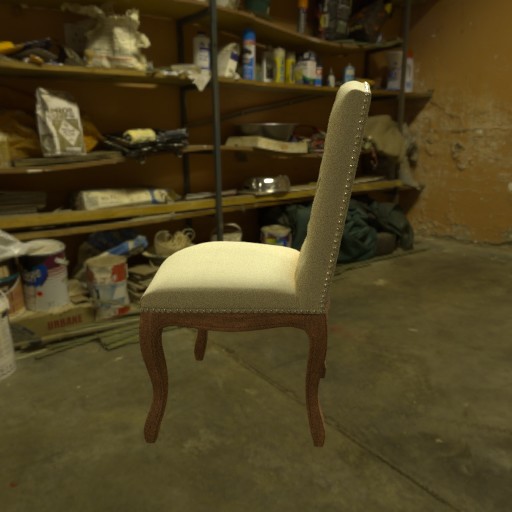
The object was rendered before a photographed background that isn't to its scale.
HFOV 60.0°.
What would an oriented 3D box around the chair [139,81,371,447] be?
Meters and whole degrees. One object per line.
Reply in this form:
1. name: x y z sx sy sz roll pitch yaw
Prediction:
1. chair: 0.000 0.000 1.589 0.715 1.165 0.623 2 15 9
